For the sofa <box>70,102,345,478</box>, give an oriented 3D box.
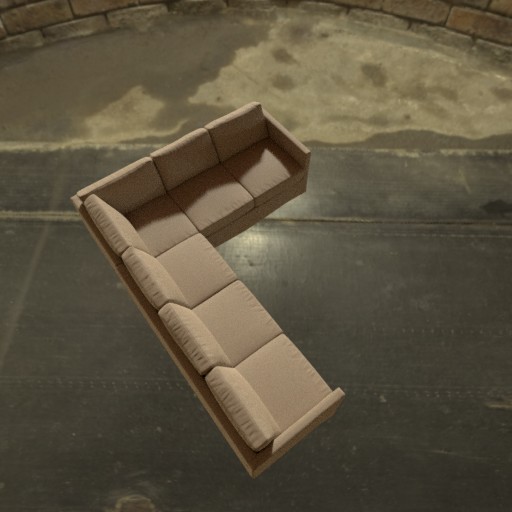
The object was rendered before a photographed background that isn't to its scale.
[{"bbox_3d":[0.000,0.000,4.472,2.432,0.871,3.182,-33,64,-18],"label":"sofa"}]
